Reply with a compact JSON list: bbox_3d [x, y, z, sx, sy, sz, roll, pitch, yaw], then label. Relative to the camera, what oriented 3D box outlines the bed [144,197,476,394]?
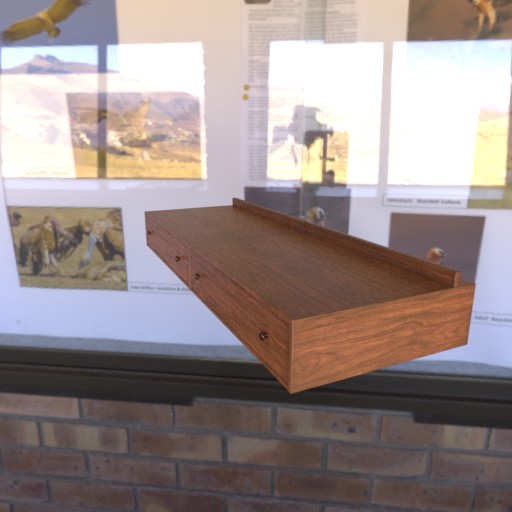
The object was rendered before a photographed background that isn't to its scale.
[{"bbox_3d":[0.000,0.000,2.369,0.787,0.326,2.057,-7,17,-24],"label":"bed"}]
